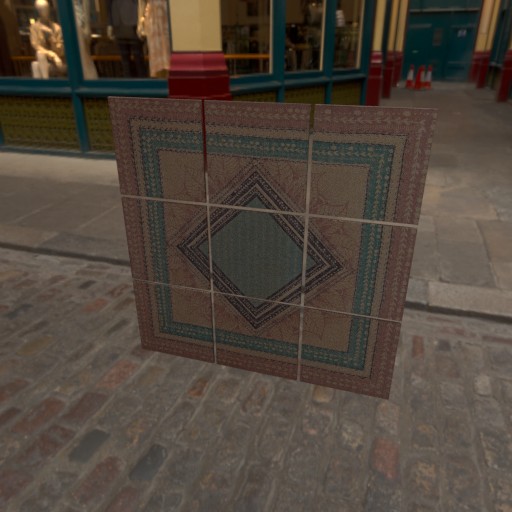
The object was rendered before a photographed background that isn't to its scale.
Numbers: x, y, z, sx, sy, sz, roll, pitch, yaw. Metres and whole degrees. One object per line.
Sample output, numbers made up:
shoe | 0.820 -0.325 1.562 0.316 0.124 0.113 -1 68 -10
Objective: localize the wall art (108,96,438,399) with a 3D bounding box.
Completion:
wall art | 0.000 0.000 2.313 1.527 1.525 0.014 8 27 16
